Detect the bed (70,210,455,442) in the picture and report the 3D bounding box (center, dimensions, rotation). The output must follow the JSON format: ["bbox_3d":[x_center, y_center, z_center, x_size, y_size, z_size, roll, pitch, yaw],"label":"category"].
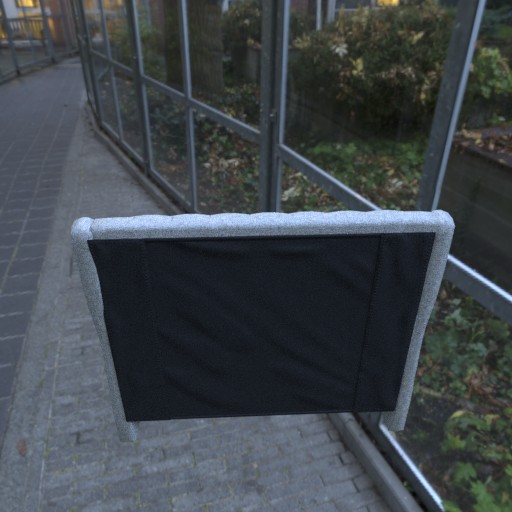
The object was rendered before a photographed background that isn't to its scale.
[{"bbox_3d":[0.000,0.000,3.876,2.219,1.771,2.347,-1,30,-2],"label":"bed"}]
